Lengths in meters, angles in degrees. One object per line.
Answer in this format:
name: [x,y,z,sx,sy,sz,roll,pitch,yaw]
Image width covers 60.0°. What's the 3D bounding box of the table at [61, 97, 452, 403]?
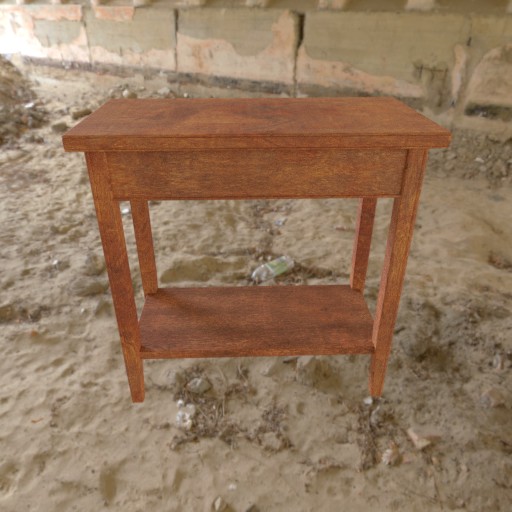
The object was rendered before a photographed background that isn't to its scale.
table: [0.000,0.000,0.972,0.610,0.610,0.305,-1,30,-2]
